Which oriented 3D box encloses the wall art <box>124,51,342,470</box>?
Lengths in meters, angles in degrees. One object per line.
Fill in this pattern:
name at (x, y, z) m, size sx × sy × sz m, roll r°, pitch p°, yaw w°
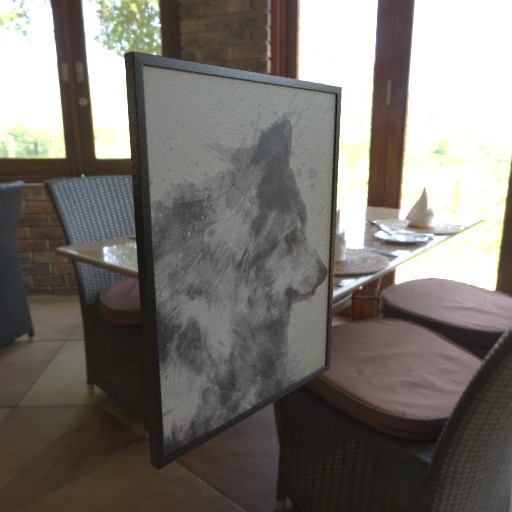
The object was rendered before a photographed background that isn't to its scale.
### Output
wall art at (0.000, 0.000, 1.379) m, size 0.039 × 1.061 × 0.804 m, roll 13°, pitch 19°, yaw 43°
